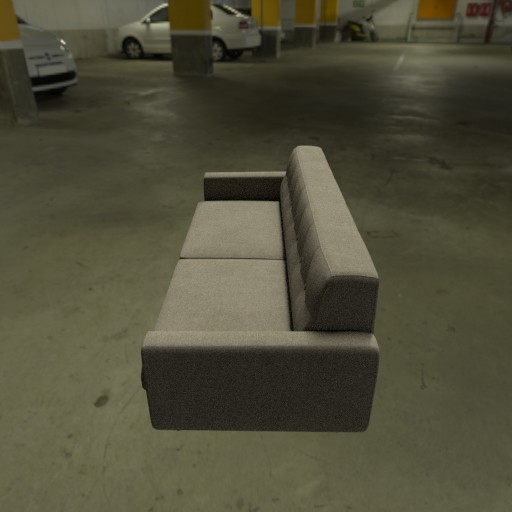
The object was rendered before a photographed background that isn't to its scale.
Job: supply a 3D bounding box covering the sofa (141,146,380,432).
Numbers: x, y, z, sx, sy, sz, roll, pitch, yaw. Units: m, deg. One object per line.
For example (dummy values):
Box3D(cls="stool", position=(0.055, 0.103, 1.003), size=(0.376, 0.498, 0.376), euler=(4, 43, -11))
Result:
Box3D(cls="sofa", position=(0.000, 0.000, 2.517), size=(0.909, 0.841, 2.029), euler=(0, 28, 1))
